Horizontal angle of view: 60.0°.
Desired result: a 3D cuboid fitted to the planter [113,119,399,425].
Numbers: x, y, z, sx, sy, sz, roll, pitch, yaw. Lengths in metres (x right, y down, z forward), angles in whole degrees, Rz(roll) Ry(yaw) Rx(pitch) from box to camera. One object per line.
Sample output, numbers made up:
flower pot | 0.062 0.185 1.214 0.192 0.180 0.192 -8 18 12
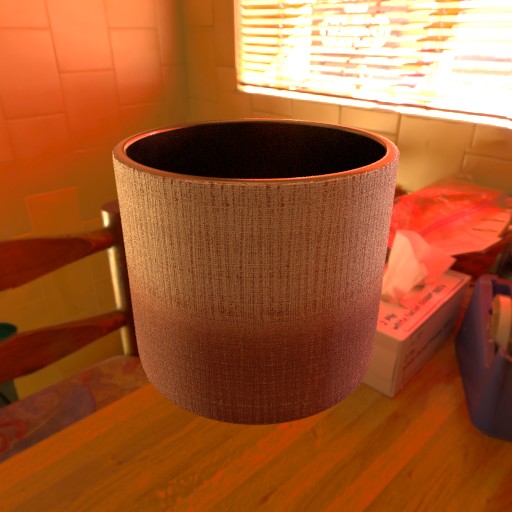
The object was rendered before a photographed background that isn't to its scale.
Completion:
planter | 0.000 0.000 0.391 0.221 0.201 0.221 0 27 0
